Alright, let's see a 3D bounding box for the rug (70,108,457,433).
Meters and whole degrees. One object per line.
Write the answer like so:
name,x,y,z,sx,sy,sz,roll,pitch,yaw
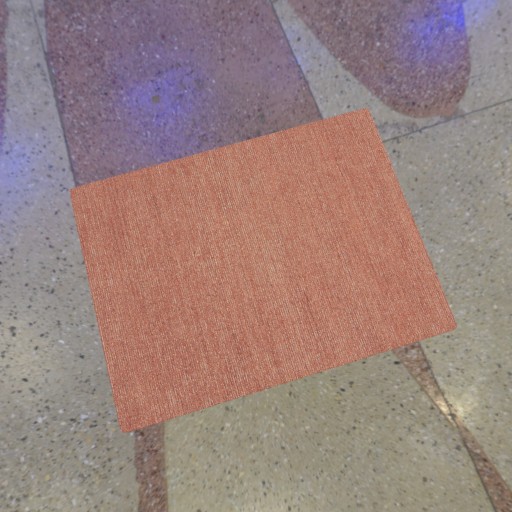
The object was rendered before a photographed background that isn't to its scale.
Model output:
rug,0.000,0.000,2.827,2.112,0.009,1.594,-16,77,-4
